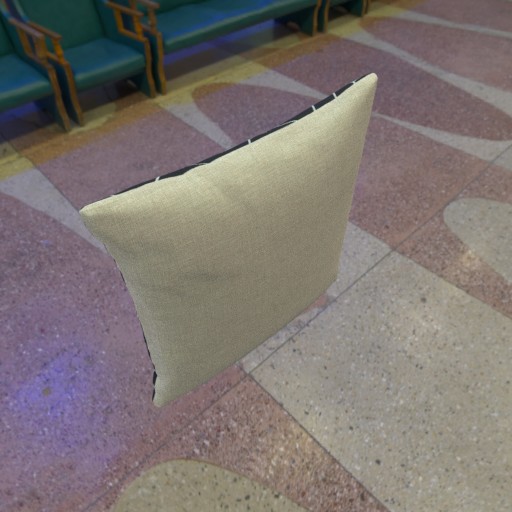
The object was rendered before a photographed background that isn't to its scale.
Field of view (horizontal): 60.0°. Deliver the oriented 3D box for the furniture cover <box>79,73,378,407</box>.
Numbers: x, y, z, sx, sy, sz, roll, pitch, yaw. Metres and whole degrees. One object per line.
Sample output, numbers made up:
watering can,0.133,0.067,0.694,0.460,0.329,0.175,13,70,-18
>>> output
furniture cover,0.000,0.000,0.787,0.517,0.508,0.158,-32,54,-27
